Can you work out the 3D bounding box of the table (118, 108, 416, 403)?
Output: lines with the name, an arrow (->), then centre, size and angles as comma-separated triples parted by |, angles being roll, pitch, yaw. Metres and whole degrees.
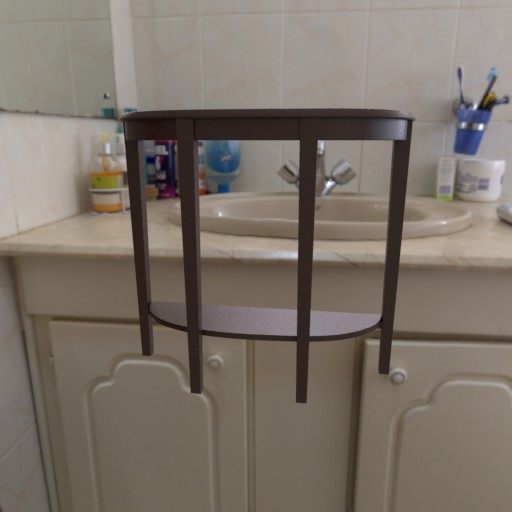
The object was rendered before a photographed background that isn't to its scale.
table -> 0.000, 0.000, 1.342 | 0.909, 0.831, 0.274 | 2, 15, 9
